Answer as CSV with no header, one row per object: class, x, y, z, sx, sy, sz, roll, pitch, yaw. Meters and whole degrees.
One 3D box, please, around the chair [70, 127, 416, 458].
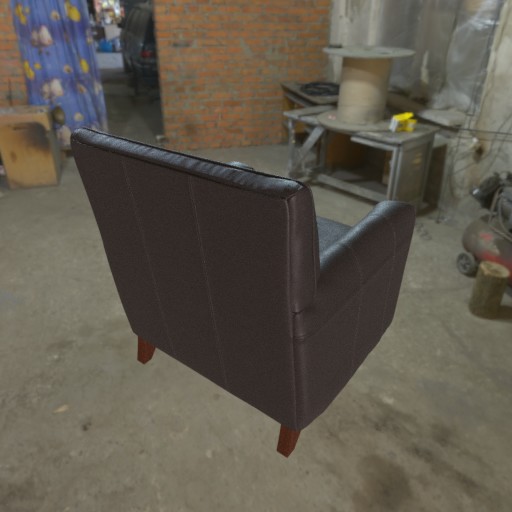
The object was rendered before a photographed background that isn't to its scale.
chair,0.000,0.000,1.603,0.870,0.943,0.825,21,36,32
